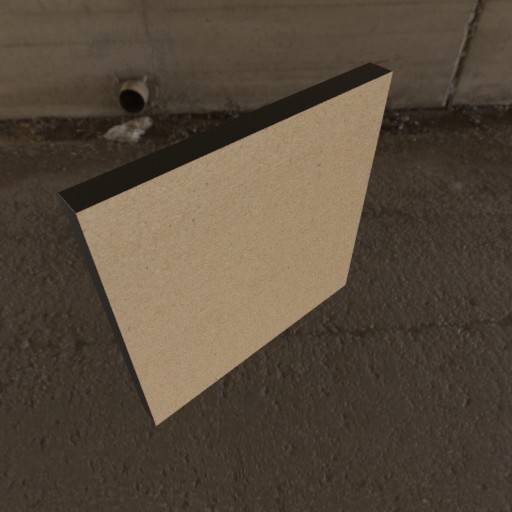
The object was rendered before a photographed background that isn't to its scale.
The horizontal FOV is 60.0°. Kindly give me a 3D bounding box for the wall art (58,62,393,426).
[{"bbox_3d":[0.000,0.000,0.478,0.327,0.318,0.029,-32,53,-27],"label":"wall art"}]
